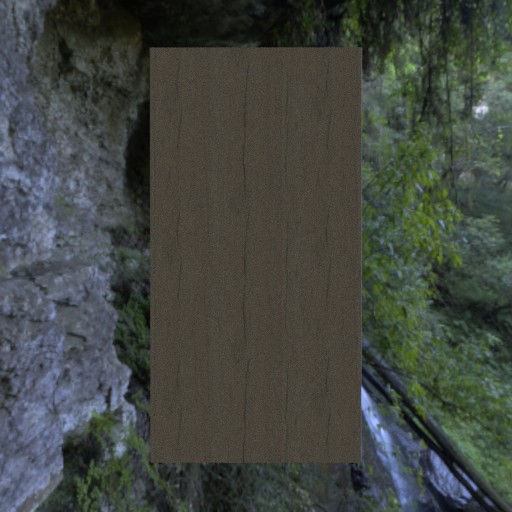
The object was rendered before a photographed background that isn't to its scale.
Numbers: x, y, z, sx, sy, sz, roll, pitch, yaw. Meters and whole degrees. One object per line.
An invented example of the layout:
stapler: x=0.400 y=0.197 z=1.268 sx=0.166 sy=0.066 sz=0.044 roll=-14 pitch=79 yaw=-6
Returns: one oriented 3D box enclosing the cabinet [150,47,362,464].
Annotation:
cabinet: x=0.000 y=0.000 z=2.342 sx=0.980 sy=1.930 sz=0.580 roll=0 pitch=0 yaw=0
